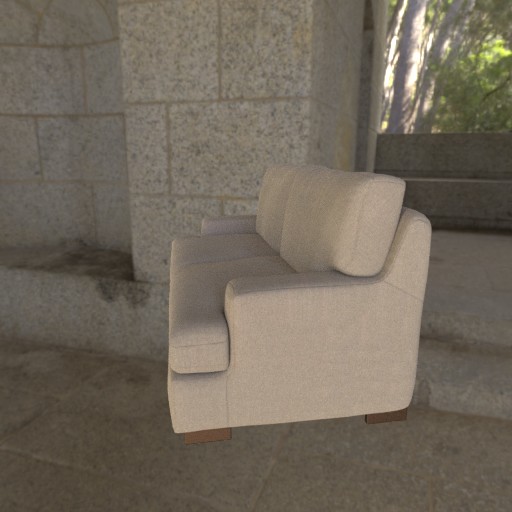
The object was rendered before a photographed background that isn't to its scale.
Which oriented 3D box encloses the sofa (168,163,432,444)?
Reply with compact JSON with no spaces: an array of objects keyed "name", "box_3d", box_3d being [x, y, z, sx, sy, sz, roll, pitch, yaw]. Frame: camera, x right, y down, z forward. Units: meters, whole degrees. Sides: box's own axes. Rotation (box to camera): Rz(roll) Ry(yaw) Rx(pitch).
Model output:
[{"name":"sofa","box_3d":[0.000,0.000,2.442,0.962,0.980,1.855,-2,14,-10]}]
